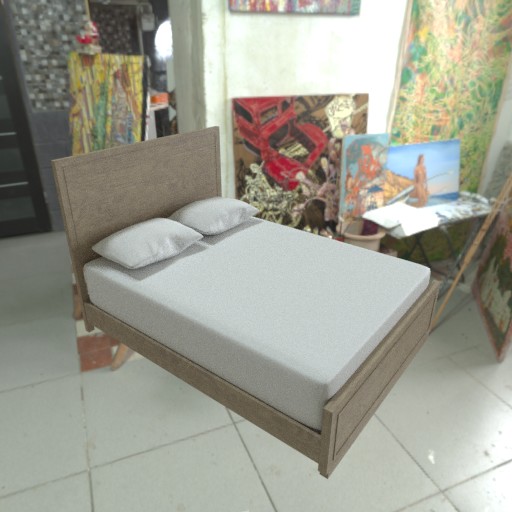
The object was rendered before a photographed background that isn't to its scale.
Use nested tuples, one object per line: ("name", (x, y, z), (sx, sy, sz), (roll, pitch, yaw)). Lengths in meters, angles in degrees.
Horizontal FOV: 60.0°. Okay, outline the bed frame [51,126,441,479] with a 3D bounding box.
("bed frame", (0.000, 0.000, 3.196), (2.189, 1.369, 1.606), (19, 32, 33))
